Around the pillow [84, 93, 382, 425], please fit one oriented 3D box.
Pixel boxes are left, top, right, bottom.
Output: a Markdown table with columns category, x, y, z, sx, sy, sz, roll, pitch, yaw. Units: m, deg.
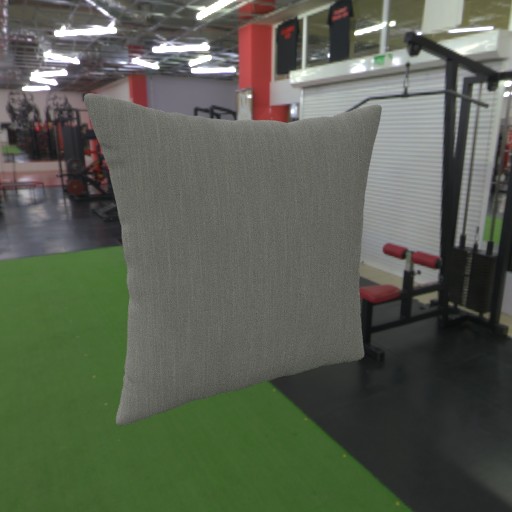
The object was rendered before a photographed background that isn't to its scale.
| category | x | y | z | sx | sy | sz | roll | pitch | yaw |
| --- | --- | --- | --- | --- | --- | --- | --- | --- | --- |
| pillow | 0.000 | 0.000 | 0.763 | 0.511 | 0.509 | 0.161 | -8 | 17 | -26 |
